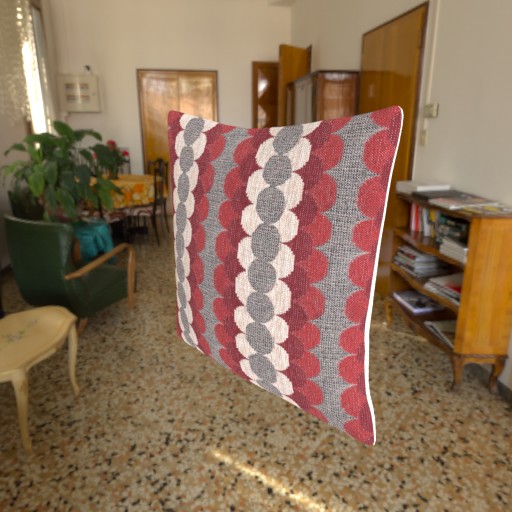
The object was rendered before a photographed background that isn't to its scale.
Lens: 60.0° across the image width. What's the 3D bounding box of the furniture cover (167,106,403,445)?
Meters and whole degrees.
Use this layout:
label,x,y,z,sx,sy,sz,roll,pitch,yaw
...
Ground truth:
label,x,y,z,sx,sy,sz,roll,pitch,yaw
furniture cover,0.000,0.000,0.658,0.145,0.420,0.435,-15,22,-42
